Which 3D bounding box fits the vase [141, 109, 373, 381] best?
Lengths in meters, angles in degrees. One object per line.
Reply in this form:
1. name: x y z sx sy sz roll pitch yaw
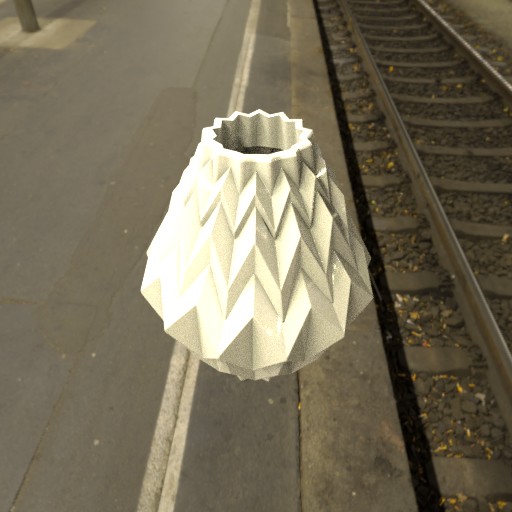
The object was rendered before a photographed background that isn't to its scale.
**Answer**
1. vase: 0.000 0.000 0.310 0.164 0.185 0.164 0 41 0
